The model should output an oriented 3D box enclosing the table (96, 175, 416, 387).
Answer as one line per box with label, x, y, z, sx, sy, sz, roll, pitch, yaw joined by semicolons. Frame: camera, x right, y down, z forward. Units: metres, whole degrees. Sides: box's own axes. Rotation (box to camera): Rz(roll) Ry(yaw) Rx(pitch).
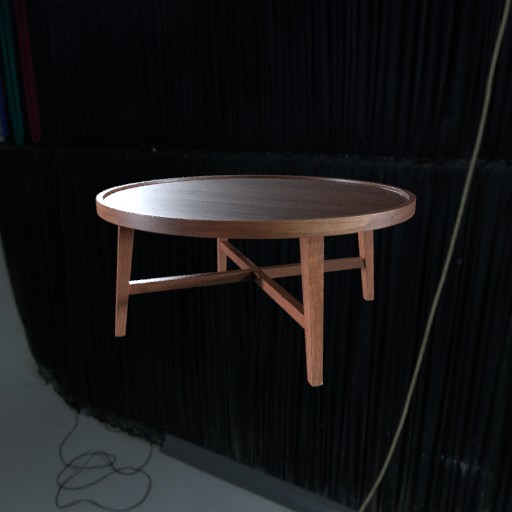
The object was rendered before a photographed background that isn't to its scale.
table;0.000;0.000;1.222;0.800;0.360;0.800;0;16;0
